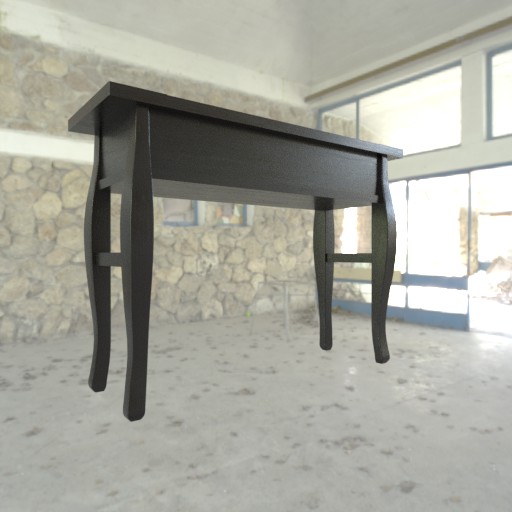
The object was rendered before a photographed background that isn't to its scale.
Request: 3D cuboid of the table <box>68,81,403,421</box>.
[{"bbox_3d":[0.000,0.000,1.429,1.062,0.768,0.373,0,0,-37],"label":"table"}]
